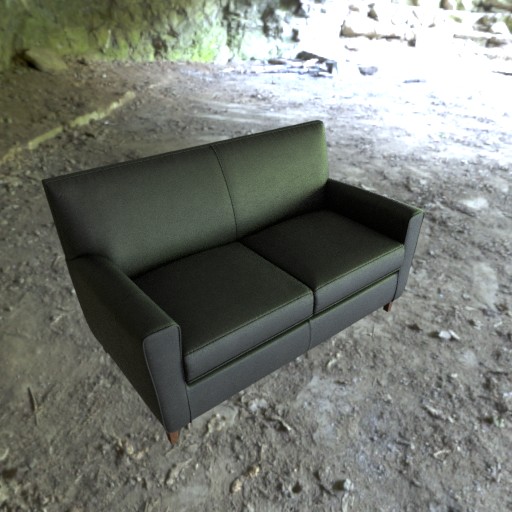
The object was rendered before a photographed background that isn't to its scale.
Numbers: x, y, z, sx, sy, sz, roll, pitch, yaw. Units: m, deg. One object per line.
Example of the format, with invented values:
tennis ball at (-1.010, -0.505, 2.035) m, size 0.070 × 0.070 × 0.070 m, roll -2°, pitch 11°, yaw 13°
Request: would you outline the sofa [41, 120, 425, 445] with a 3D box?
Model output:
sofa at (0.000, 0.000, 2.032) m, size 1.473 × 0.871 × 0.787 m, roll -22°, pitch 37°, yaw -32°
